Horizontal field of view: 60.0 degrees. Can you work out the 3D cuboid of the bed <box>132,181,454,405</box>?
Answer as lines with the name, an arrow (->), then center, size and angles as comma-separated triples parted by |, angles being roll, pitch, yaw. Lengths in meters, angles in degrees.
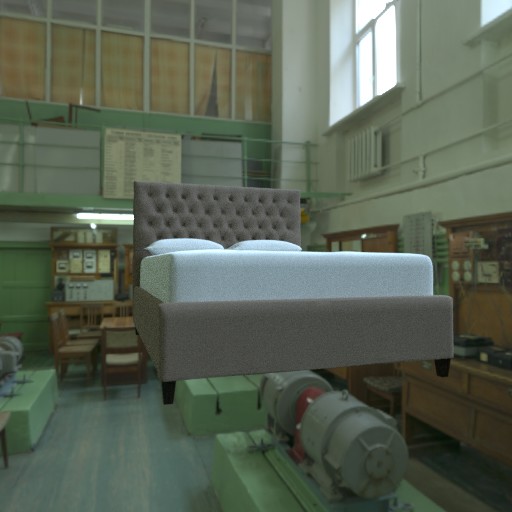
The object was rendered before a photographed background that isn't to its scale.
bed -> 0.000, 0.000, 3.350 | 1.696, 1.426, 2.233 | 0, -1, -18
